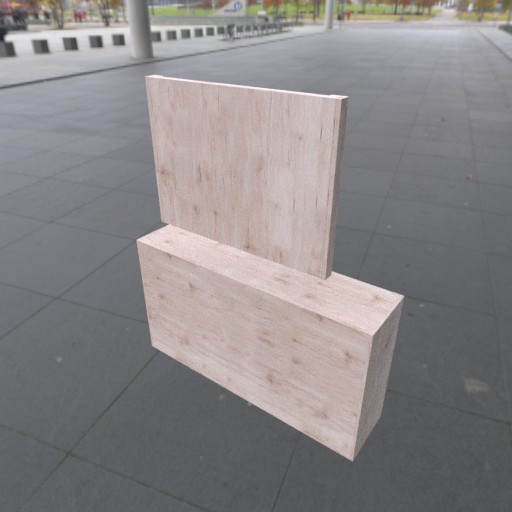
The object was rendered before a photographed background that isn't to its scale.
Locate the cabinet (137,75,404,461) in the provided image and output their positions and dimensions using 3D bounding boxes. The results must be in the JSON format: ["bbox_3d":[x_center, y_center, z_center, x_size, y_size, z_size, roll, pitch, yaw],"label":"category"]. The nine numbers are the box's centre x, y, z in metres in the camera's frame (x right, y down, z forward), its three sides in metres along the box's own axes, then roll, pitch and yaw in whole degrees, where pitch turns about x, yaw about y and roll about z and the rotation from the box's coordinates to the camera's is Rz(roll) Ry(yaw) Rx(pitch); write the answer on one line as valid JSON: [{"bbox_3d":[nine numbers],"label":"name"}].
[{"bbox_3d":[0.000,0.000,2.672,1.700,1.981,0.420,20,35,31],"label":"cabinet"}]
